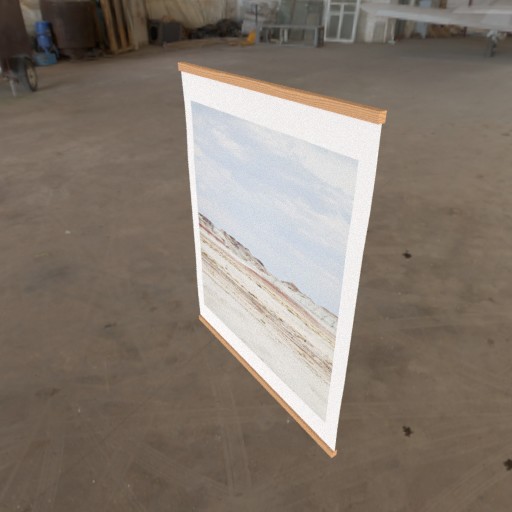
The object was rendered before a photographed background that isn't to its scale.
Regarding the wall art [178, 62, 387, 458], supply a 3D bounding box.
[{"bbox_3d":[0.000,0.000,0.679,0.010,0.507,0.404,-20,36,-30],"label":"wall art"}]
